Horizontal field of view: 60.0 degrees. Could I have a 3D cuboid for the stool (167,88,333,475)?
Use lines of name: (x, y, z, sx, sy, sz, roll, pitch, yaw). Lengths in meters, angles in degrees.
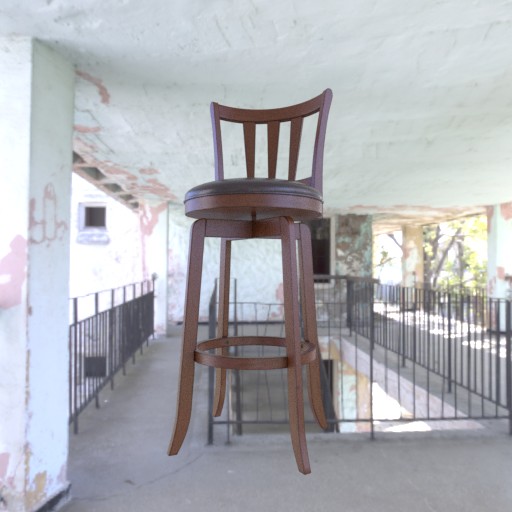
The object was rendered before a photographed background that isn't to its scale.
stool: (0.000, 0.000, 1.456, 0.464, 1.177, 0.503, 0, -1, 17)
